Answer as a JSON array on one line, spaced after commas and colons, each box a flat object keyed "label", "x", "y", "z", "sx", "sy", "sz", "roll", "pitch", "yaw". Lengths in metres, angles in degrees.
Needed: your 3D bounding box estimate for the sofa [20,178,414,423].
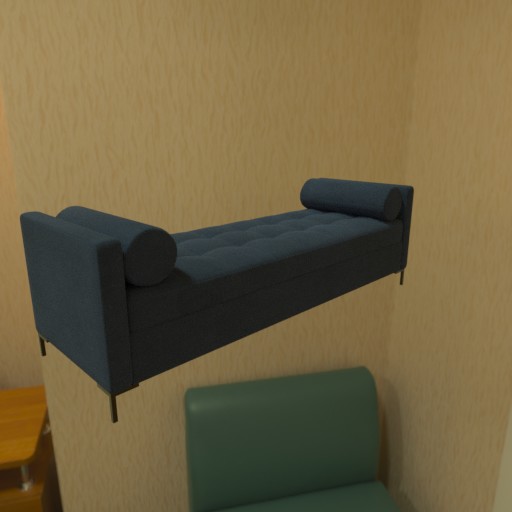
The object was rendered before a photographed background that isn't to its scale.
[{"label": "sofa", "x": 0.000, "y": 0.000, "z": 2.274, "sx": 1.981, "sy": 0.635, "sz": 0.686, "roll": -15, "pitch": 22, "yaw": -42}]
